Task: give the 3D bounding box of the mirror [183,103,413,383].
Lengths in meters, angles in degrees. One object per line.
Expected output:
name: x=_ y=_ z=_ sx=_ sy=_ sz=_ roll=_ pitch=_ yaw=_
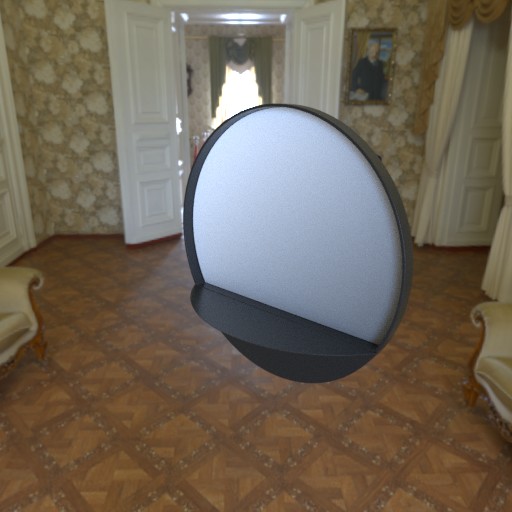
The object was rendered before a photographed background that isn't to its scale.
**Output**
mirror: x=0.000 y=0.000 z=0.700 sx=0.457 sy=0.457 sz=0.133 roll=15 pitch=23 yaw=40
